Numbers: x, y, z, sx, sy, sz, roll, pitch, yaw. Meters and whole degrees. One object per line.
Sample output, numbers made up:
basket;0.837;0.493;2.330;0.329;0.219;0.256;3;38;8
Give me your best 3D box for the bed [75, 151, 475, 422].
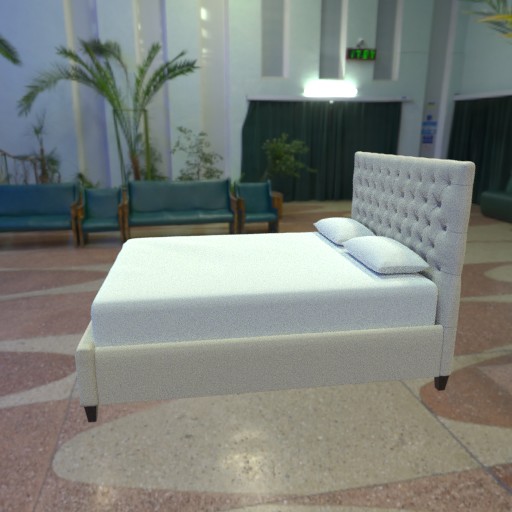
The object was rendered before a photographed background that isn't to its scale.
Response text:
bed;0.000;0.000;3.252;2.233;1.426;1.696;-2;15;-8
